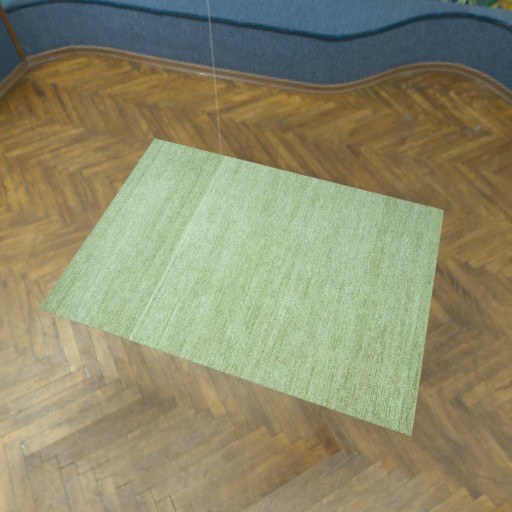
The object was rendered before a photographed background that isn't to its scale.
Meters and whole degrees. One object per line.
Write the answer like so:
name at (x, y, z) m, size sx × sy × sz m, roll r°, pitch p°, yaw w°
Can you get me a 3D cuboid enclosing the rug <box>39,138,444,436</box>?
rug at (0.000, 0.000, 2.934) m, size 2.270 × 0.017 × 1.606 m, roll 16°, pitch 58°, yaw 10°
